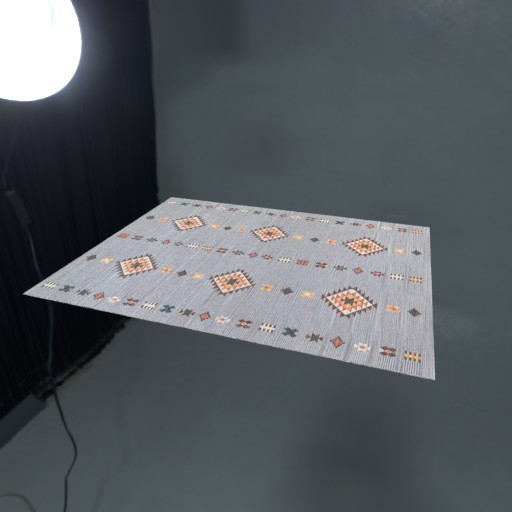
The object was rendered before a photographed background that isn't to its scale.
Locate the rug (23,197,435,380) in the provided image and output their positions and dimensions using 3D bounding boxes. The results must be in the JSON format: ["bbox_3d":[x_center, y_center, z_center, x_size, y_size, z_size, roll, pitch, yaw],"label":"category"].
[{"bbox_3d":[0.000,0.000,4.067,3.035,0.008,2.425,9,28,17],"label":"rug"}]
